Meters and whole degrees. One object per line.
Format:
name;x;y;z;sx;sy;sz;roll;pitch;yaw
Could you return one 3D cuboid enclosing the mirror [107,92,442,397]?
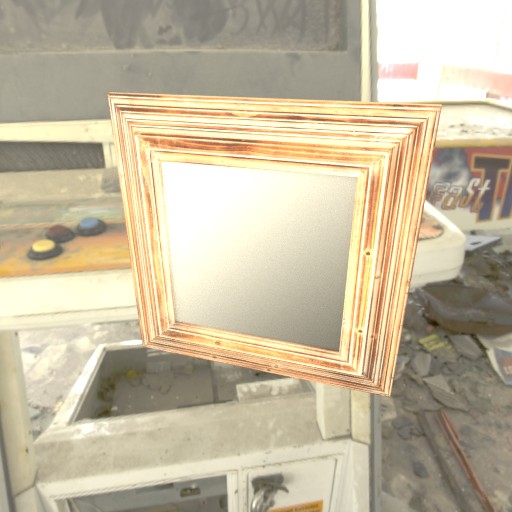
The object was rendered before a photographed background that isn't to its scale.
mirror;0.000;0.000;1.198;0.804;0.804;0.061;8;27;15
